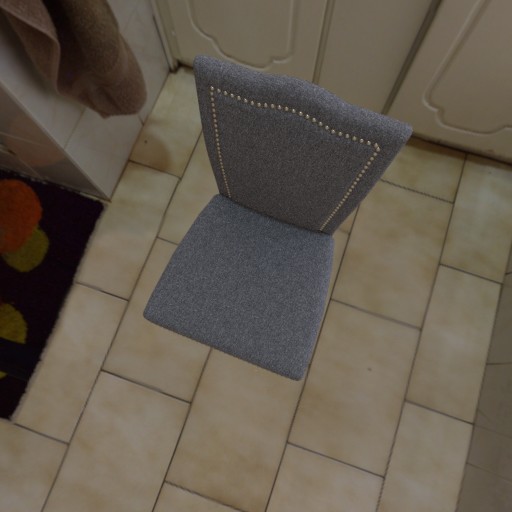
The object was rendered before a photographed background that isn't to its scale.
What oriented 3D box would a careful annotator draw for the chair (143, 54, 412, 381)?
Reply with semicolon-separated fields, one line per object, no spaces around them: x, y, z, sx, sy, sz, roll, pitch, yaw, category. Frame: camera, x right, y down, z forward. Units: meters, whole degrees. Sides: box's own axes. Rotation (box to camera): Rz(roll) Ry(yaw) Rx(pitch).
0.000;0.000;1.314;0.518;0.946;0.589;21;76;5;chair
